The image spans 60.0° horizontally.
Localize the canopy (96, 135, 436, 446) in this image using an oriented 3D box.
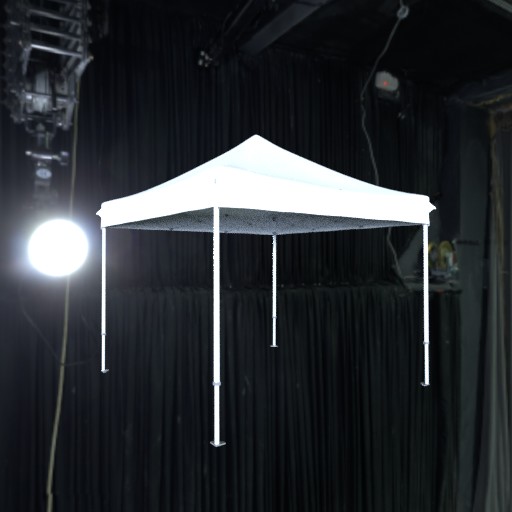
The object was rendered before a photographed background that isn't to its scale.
[{"bbox_3d":[0.000,0.000,5.481,2.994,2.998,2.996,0,0,-36],"label":"canopy"}]
